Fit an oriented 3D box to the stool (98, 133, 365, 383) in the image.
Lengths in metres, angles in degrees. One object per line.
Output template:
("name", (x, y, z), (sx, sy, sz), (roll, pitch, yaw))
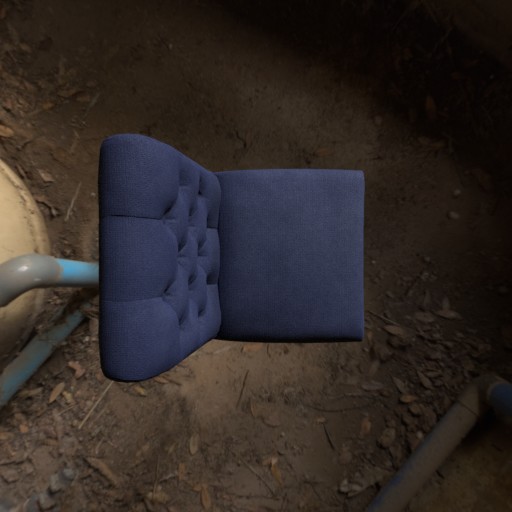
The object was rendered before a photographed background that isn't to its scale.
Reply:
("stool", (0.000, 0.000, 1.307), (0.601, 1.010, 0.493), (0, 91, 0))
